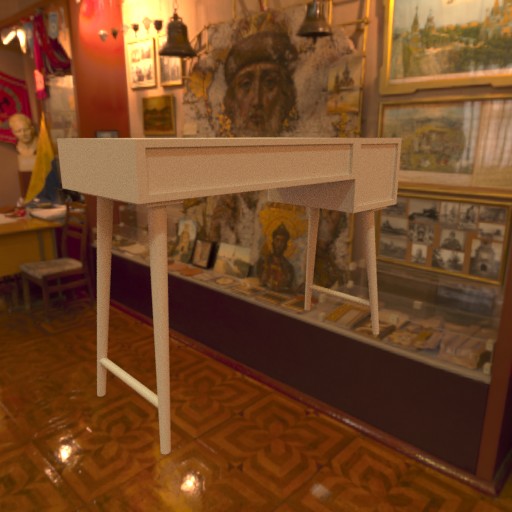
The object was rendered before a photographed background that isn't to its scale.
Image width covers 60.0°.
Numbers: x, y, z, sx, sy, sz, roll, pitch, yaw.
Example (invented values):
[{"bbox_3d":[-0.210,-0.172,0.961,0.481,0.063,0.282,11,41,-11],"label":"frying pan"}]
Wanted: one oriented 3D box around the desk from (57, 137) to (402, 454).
[{"bbox_3d":[0.000,0.000,1.479,1.069,0.761,0.409,-14,21,-42],"label":"desk"}]
